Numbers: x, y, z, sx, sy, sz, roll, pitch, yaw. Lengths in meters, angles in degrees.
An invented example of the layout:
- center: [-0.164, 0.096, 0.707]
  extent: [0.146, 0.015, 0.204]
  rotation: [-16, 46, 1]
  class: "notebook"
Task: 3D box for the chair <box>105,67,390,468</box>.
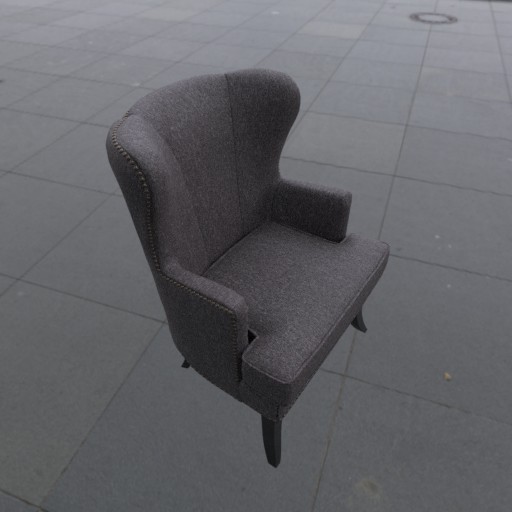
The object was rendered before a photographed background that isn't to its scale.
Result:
- center: [0.000, 0.000, 1.578]
  extent: [0.758, 1.060, 0.759]
  rotation: [24, 46, 26]
  class: "chair"
